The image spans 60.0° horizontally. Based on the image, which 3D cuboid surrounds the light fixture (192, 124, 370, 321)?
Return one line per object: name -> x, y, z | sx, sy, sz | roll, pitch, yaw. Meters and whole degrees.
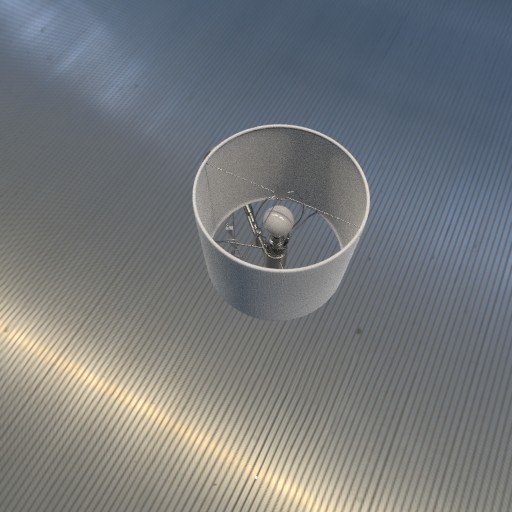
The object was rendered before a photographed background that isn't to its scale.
light fixture -> 0.000, 0.000, 1.055 | 0.253, 0.842, 0.479 | -17, 65, -8
